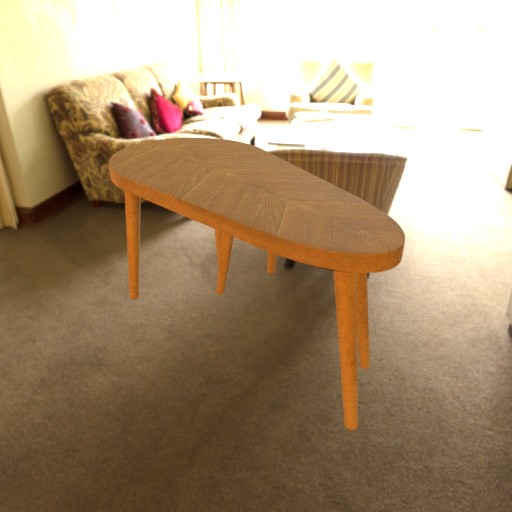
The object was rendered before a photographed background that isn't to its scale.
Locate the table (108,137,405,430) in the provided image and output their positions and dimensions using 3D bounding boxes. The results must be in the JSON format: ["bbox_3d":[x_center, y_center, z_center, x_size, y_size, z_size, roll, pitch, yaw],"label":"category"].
[{"bbox_3d":[0.000,0.000,1.556,0.701,0.595,1.190,-20,35,-32],"label":"table"}]
